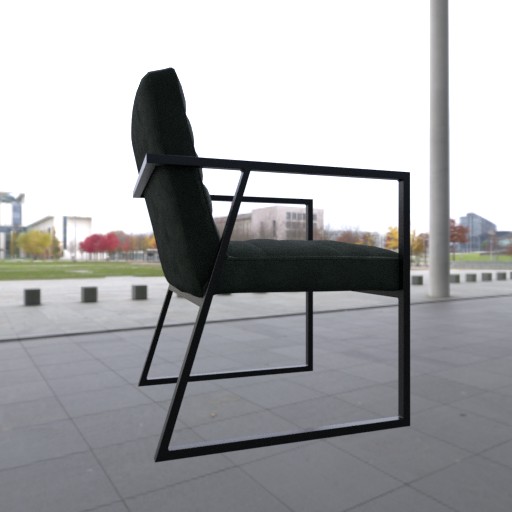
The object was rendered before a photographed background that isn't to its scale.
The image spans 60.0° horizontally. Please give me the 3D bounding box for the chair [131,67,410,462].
[{"bbox_3d":[0.000,0.000,1.260,0.677,0.833,0.571,0,0,-18],"label":"chair"}]
